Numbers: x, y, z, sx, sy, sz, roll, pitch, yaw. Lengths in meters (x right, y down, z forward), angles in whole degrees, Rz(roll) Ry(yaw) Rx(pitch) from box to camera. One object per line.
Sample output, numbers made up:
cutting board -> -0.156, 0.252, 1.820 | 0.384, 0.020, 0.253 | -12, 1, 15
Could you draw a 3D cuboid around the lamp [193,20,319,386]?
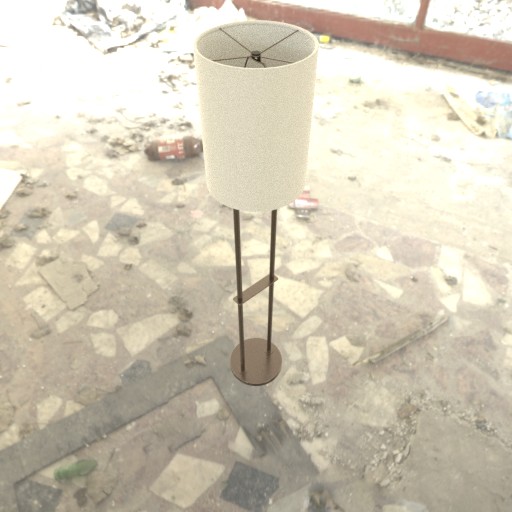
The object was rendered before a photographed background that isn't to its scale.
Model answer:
lamp -> 0.000, 0.000, 1.617 | 0.306, 1.500, 0.305 | -32, 54, -27
